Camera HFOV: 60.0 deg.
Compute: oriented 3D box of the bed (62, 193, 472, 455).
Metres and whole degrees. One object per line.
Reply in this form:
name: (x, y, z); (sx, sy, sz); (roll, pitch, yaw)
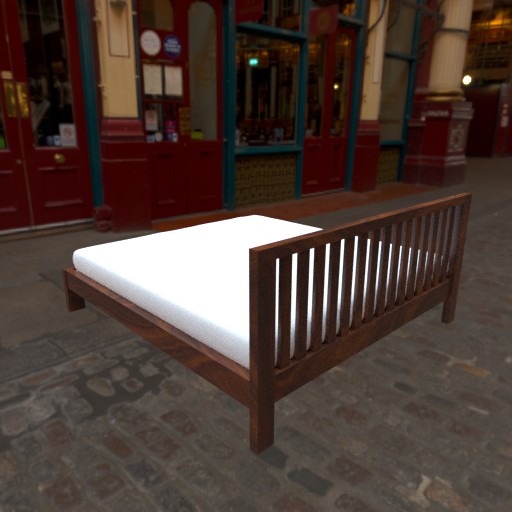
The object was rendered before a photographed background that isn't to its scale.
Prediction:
bed: (0.000, 0.000, 3.059); (1.905, 0.890, 2.030); (-16, 23, -41)
